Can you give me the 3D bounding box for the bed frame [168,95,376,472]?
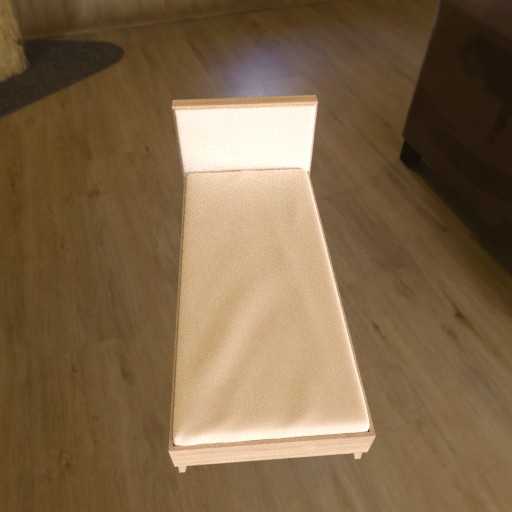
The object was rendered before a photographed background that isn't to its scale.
[{"bbox_3d":[0.000,0.000,2.674,0.990,0.920,2.140,-3,47,-3],"label":"bed frame"}]
